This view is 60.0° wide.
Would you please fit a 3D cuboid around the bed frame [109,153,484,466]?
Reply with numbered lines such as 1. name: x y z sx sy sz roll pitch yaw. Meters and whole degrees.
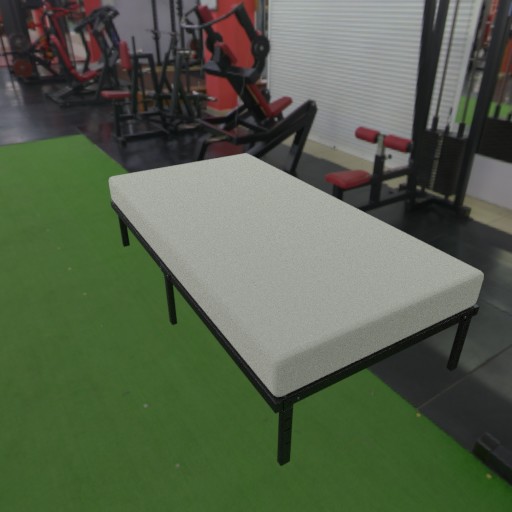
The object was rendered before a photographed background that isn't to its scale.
1. bed frame: 0.000 0.000 3.234 1.393 0.680 2.635 -16 34 -27
